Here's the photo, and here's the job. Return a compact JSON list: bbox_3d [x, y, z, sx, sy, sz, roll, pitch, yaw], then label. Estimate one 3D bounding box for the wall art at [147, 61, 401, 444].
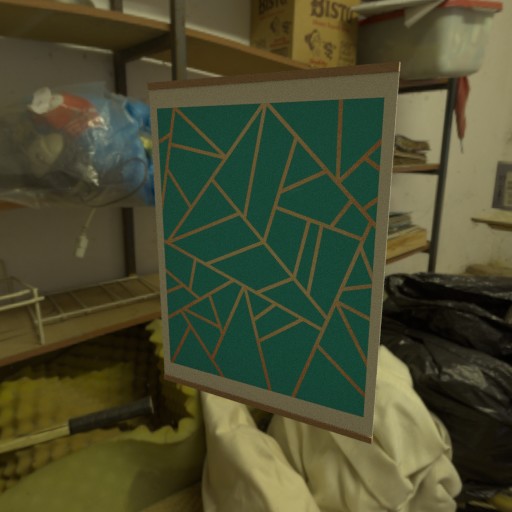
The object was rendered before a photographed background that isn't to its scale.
[{"bbox_3d":[0.000,0.000,1.325,0.758,1.016,0.013,8,16,28],"label":"wall art"}]
